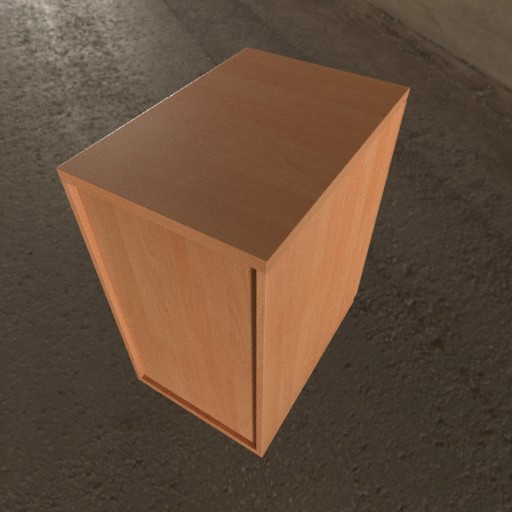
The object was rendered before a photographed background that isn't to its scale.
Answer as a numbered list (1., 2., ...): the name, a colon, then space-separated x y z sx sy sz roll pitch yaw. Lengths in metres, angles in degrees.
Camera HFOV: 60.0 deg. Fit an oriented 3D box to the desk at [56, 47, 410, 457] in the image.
1. desk: 0.000 0.000 1.095 0.404 0.730 0.600 24 51 21
